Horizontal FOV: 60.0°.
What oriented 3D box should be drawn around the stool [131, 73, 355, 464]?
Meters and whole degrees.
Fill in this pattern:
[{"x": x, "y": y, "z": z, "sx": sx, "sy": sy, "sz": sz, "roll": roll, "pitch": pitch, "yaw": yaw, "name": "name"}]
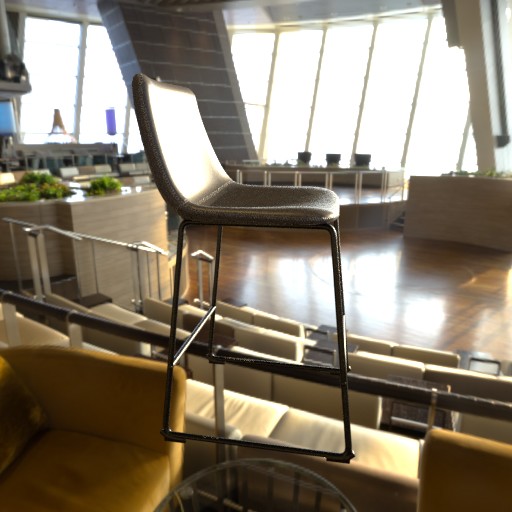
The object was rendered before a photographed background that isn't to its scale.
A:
[{"x": 0.000, "y": 0.000, "z": 1.168, "sx": 0.546, "sy": 0.876, "sz": 0.470, "roll": 3, "pitch": 15, "yaw": 10, "name": "stool"}]
